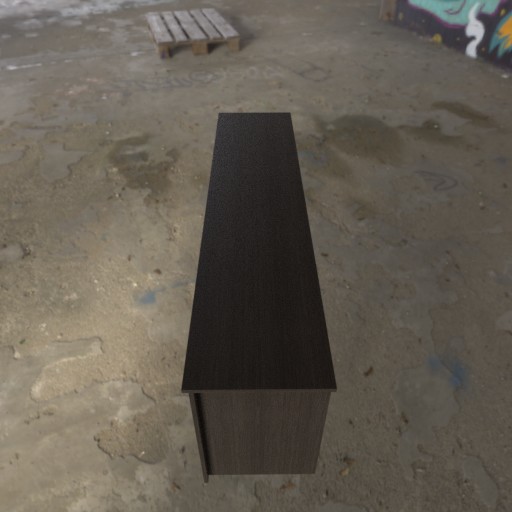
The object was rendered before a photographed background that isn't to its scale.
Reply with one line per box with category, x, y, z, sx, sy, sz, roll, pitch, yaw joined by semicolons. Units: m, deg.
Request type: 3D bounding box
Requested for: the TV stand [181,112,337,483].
TV stand;0.000;0.000;2.027;0.406;0.610;1.778;0;41;0
